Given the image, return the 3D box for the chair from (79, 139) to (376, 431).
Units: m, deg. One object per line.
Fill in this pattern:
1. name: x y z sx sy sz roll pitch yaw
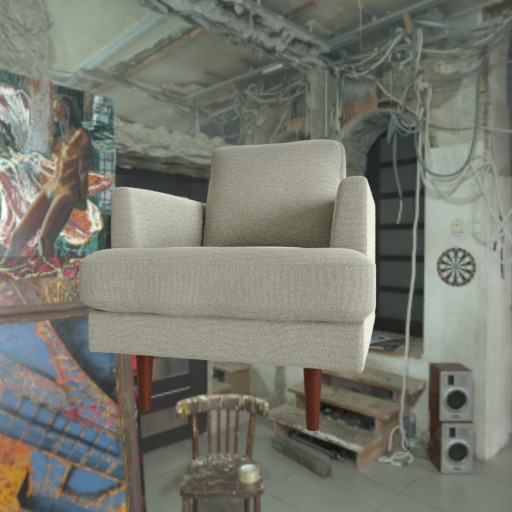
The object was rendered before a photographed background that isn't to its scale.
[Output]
1. chair: 0.000 0.000 1.606 0.858 0.957 0.899 0 1 17
